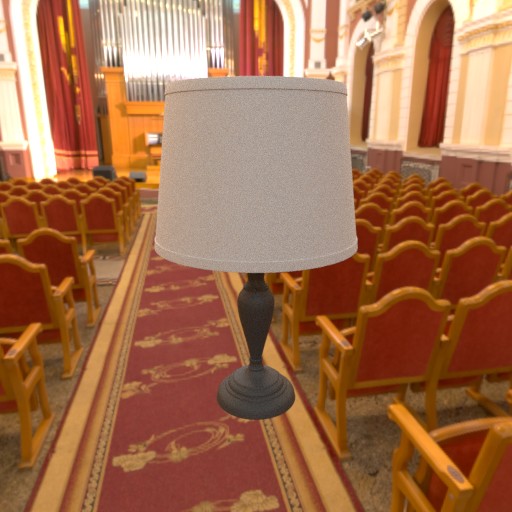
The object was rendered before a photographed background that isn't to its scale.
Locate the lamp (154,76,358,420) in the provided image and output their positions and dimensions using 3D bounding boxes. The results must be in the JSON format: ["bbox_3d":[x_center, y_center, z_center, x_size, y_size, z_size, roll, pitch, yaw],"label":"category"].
[{"bbox_3d":[0.000,0.000,0.698,0.310,0.501,0.310,0,16,0],"label":"lamp"}]
